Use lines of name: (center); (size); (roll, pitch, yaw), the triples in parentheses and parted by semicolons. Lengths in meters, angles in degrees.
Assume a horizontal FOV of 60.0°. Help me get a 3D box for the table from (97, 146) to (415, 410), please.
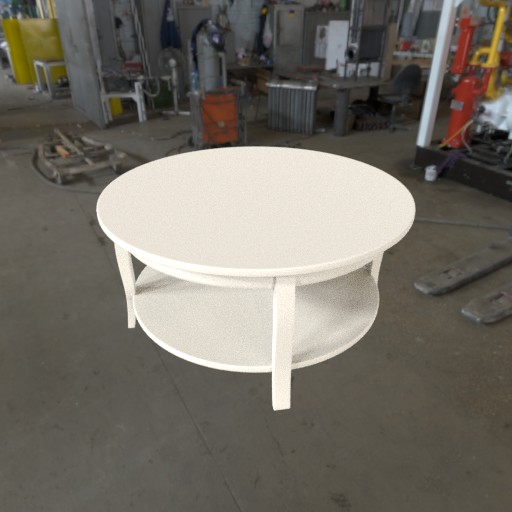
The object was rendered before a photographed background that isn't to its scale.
table: (0.000, 0.000, 1.438); (0.910, 0.457, 0.910); (0, 30, 0)
